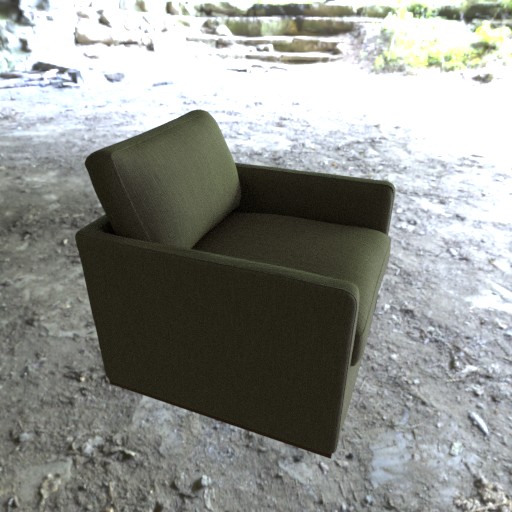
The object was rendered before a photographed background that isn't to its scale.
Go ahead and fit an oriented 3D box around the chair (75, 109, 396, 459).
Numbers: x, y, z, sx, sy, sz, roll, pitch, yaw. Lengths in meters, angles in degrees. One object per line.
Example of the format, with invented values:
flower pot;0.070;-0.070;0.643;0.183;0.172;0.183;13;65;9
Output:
chair;0.000;0.000;1.502;0.834;0.811;0.763;11;32;19
